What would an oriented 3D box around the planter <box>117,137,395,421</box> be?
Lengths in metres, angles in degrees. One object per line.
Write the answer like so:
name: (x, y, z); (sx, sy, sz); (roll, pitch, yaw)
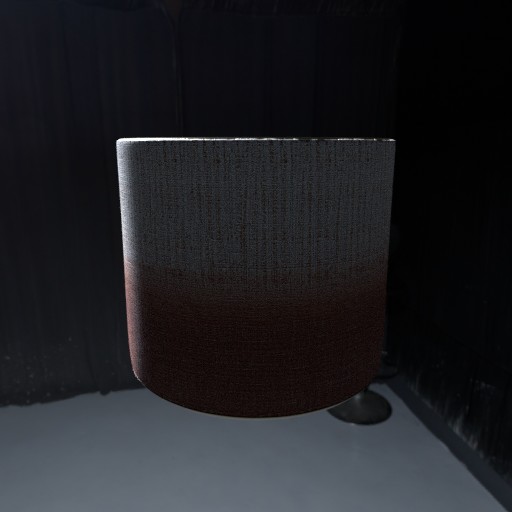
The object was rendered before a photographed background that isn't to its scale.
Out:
planter: (0.000, 0.000, 0.309); (0.178, 0.157, 0.178); (0, 14, 0)
